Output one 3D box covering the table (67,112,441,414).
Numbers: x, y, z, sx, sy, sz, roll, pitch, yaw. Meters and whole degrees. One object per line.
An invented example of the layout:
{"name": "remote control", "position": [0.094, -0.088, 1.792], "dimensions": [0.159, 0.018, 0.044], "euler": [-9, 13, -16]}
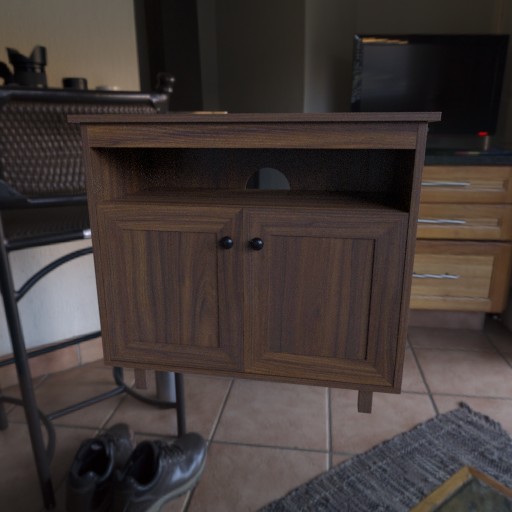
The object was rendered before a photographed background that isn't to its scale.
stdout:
{"name": "table", "position": [0.000, 0.000, 1.207], "dimensions": [0.802, 0.725, 0.390], "euler": [3, 16, 10]}
